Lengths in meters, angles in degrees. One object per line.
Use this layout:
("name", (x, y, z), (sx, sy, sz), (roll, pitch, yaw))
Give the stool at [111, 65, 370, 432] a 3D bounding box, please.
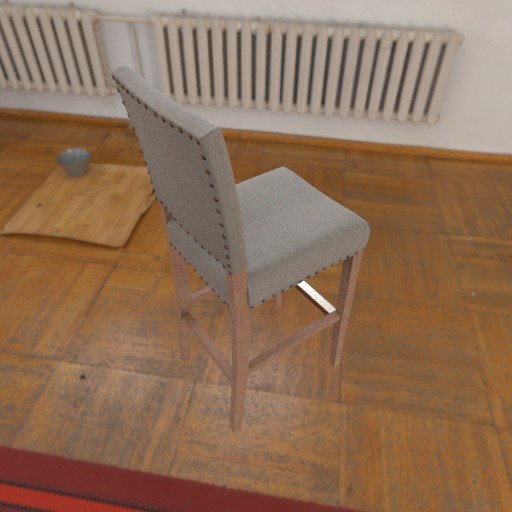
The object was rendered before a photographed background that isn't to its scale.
("stool", (0.000, 0.000, 1.466), (0.585, 1.203, 0.445), (-26, 48, -26))
